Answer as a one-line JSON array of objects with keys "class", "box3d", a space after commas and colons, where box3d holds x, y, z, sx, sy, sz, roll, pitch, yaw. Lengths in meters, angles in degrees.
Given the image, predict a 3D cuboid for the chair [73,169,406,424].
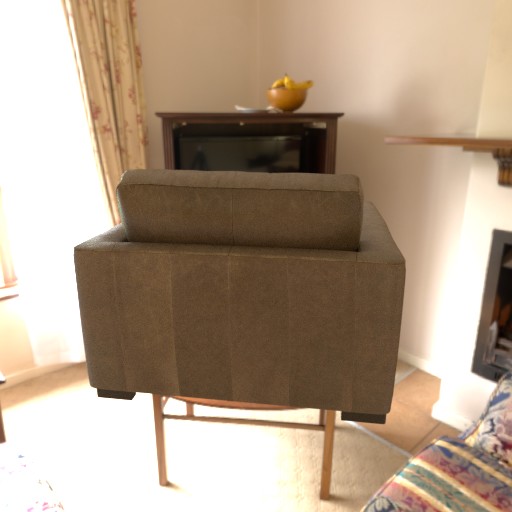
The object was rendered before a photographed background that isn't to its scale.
[{"class": "chair", "box3d": [0.000, 0.000, 1.907, 1.106, 0.807, 1.080, 2, 17, 8]}]
